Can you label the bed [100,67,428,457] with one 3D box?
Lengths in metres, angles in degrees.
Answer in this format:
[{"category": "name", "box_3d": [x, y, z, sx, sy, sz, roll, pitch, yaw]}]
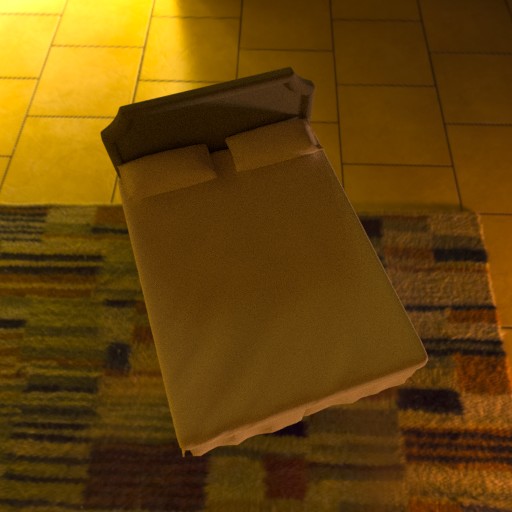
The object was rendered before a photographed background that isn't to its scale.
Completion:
[{"category": "bed", "box_3d": [0.000, 0.000, 3.522, 1.977, 1.306, 2.464, -16, 64, -8]}]
